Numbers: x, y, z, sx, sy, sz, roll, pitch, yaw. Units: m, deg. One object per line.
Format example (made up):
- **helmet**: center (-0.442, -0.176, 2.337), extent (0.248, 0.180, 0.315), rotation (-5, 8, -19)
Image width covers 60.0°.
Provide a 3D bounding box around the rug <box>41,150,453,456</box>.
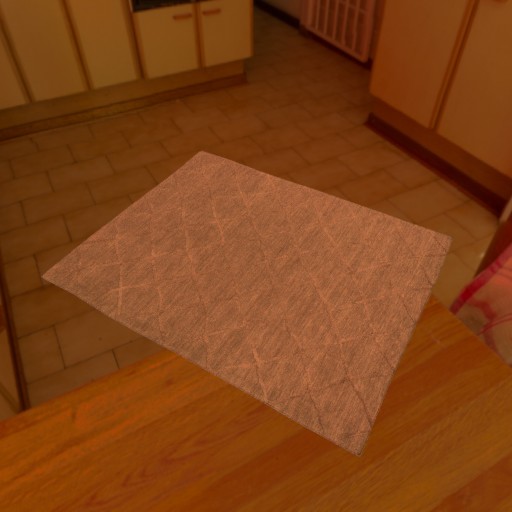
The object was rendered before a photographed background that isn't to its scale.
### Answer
- **rug**: center (0.000, 0.000, 4.126), extent (3.048, 0.013, 2.438), rotation (23, 50, 21)
